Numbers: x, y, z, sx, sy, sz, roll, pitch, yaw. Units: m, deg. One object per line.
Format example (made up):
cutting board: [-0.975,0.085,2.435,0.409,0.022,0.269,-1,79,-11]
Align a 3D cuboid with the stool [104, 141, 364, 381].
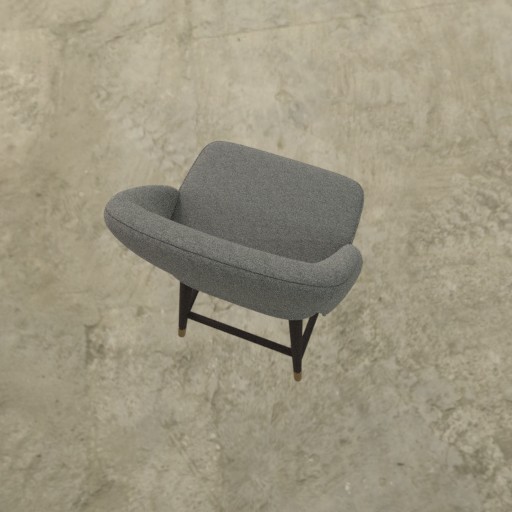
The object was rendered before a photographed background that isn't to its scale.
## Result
stool: [0.000,0.000,1.231,0.536,0.925,0.524,19,65,9]
